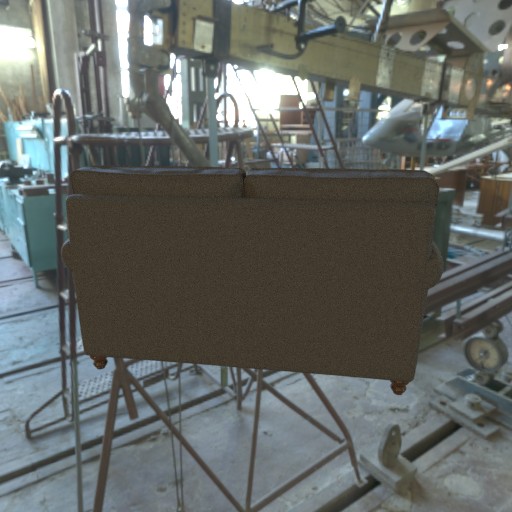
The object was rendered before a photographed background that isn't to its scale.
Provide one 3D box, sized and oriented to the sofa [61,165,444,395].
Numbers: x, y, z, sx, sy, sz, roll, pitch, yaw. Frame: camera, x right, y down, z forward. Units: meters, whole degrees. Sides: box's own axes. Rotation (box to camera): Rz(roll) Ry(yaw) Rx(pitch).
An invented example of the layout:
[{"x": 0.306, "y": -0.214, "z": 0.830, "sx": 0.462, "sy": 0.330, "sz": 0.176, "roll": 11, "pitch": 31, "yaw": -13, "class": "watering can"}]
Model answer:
[{"x": 0.000, "y": 0.000, "z": 2.255, "sx": 1.665, "sy": 0.937, "sz": 0.964, "roll": 2, "pitch": 17, "yaw": 8, "class": "sofa"}]
